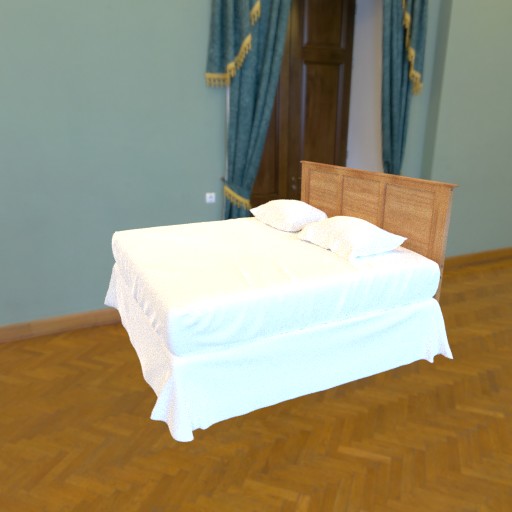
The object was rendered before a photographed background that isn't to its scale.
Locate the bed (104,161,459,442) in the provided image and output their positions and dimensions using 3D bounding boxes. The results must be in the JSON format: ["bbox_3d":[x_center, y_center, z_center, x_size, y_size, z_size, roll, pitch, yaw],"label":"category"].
[{"bbox_3d":[0.000,0.000,3.611,2.215,1.270,2.317,-8,19,-25],"label":"bed"}]
